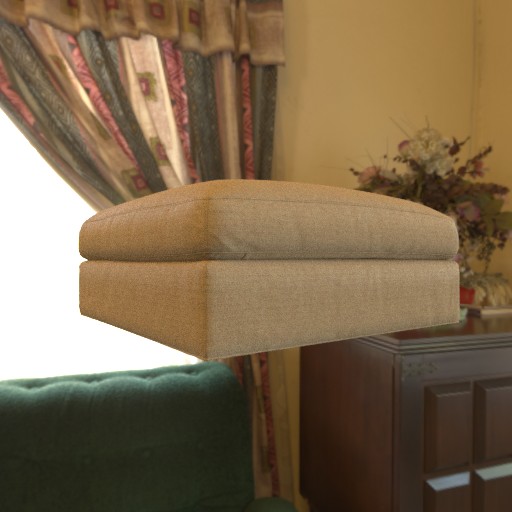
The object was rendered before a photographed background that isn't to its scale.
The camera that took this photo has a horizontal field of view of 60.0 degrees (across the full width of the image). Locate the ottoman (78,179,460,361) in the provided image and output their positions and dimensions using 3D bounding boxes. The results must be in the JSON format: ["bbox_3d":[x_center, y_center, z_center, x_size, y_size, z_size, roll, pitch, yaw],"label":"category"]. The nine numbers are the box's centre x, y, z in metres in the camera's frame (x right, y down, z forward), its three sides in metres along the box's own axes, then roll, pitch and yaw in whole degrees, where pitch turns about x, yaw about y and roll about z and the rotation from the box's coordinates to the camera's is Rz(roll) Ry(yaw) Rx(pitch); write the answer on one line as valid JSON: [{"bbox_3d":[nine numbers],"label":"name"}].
[{"bbox_3d":[0.000,0.000,1.658,1.041,0.470,1.041,0,-1,-36],"label":"ottoman"}]
